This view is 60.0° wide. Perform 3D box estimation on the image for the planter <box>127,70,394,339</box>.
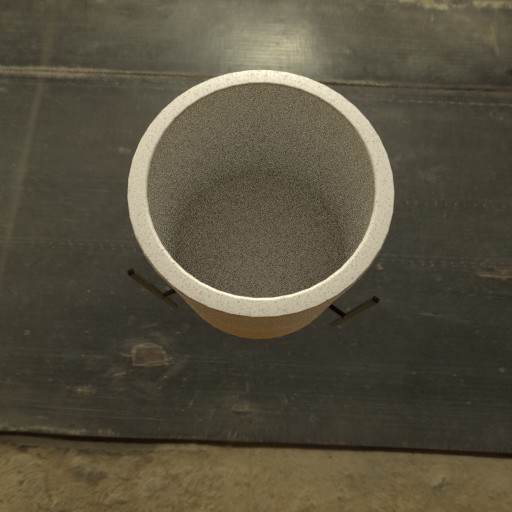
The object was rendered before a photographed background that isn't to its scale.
[{"bbox_3d":[0.000,0.000,0.559,0.267,0.362,0.263,-35,78,-8],"label":"planter"}]
